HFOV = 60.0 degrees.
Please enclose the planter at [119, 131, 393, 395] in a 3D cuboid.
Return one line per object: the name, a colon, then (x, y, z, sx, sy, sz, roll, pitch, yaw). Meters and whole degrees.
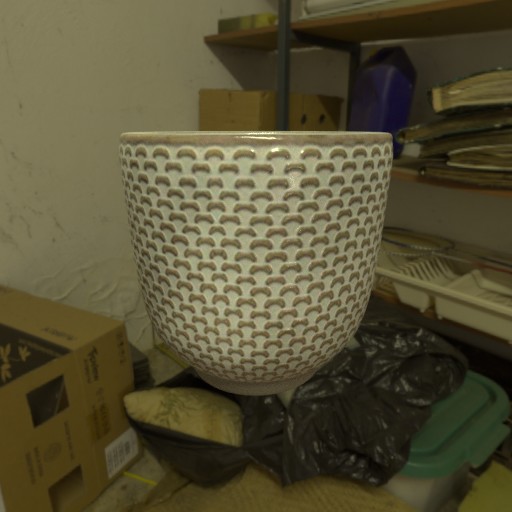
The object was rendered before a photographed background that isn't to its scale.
planter: (0.000, 0.000, 0.354, 0.197, 0.191, 0.197, 0, 16, 0)
